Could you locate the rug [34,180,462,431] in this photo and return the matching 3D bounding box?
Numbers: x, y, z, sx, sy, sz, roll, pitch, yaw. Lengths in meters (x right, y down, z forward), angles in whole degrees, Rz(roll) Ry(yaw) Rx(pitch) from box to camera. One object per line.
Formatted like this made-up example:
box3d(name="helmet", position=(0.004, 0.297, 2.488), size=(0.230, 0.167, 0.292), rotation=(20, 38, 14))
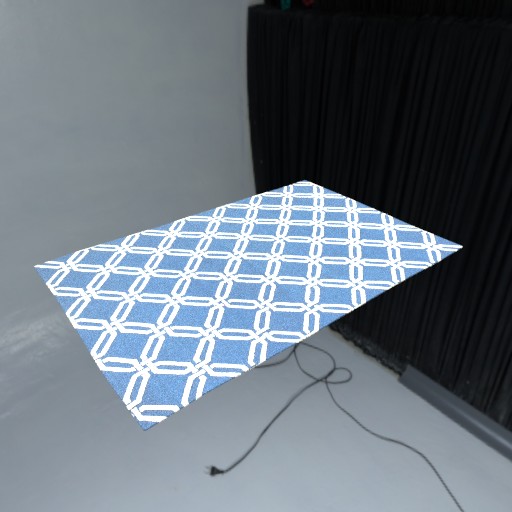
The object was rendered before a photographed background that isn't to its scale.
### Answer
box3d(name="rug", position=(0.000, 0.000, 2.143), size=(1.755, 0.010, 1.153), rotation=(-22, 38, -32))
